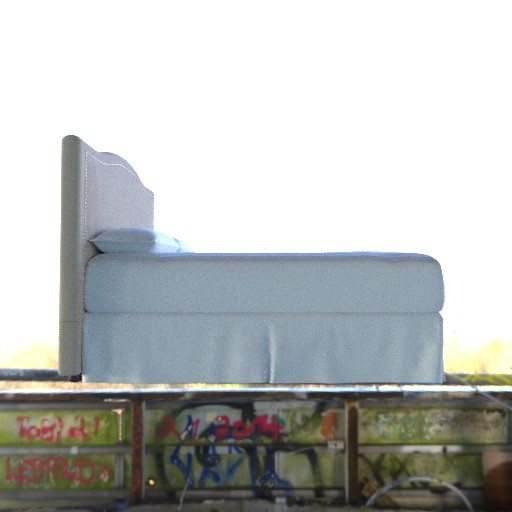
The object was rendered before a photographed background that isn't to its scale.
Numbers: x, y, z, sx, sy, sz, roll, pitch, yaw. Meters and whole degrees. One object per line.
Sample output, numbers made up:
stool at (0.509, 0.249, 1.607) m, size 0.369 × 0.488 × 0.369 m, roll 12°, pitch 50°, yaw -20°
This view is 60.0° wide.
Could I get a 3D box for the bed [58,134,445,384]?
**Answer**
bed at (0.000, 0.000, 3.118) m, size 2.052 × 1.398 × 1.678 m, roll 0°, pitch -2°, yaw 0°
